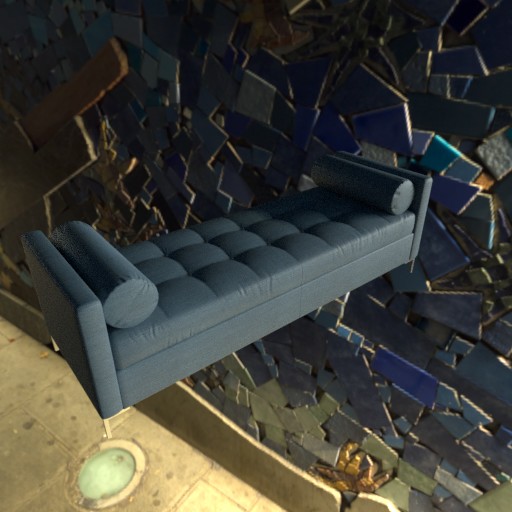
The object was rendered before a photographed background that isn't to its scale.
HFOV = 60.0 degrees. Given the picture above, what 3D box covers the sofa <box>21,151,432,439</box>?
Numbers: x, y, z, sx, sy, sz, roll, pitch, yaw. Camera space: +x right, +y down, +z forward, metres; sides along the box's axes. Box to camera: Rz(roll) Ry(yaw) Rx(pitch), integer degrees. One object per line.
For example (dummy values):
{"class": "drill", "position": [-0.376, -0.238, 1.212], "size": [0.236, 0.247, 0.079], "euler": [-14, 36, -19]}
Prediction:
{"class": "sofa", "position": [0.000, 0.000, 2.295], "size": [1.981, 0.635, 0.686], "euler": [-21, 36, -33]}
